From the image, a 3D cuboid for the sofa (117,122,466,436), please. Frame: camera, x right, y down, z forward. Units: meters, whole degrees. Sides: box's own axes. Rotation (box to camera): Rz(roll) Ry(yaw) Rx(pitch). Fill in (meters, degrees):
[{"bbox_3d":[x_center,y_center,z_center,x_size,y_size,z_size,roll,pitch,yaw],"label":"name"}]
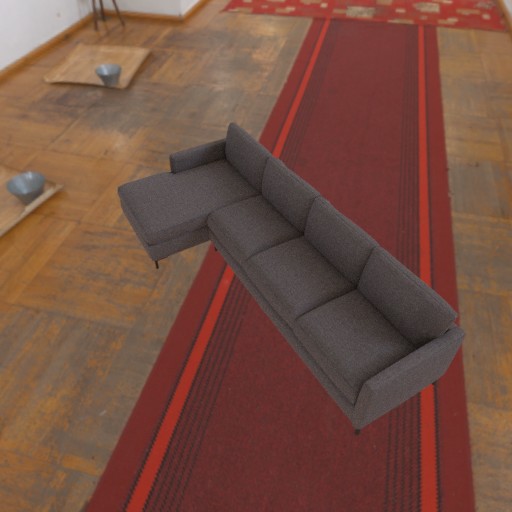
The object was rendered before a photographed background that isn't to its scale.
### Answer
[{"bbox_3d":[0.000,0.000,3.274,1.258,0.754,2.731,-23,49,-22],"label":"sofa"}]
